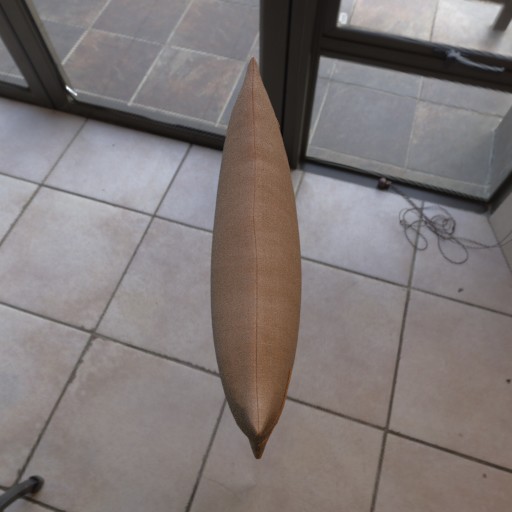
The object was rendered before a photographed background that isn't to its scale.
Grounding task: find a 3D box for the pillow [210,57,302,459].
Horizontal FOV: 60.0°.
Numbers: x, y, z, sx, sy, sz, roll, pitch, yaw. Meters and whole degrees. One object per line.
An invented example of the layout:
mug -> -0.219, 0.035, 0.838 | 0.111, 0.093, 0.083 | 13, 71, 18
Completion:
pillow -> 0.000, 0.000, 0.750 | 0.148, 0.308, 0.612 | -1, 63, 0
